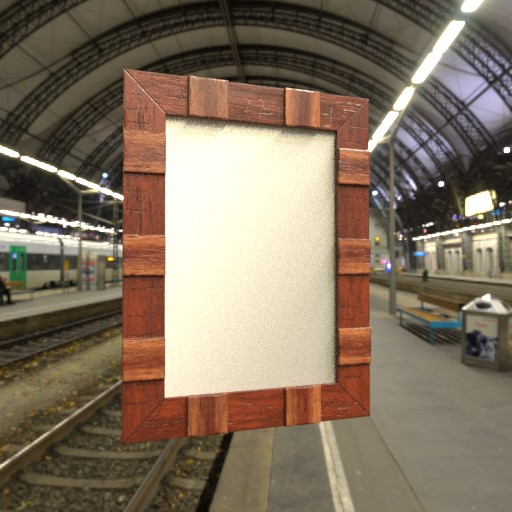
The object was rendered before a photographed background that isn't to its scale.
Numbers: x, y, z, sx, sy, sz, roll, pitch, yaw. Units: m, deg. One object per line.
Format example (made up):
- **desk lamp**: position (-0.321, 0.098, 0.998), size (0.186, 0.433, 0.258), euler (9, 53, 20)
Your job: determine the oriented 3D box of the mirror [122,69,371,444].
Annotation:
- **mirror**: position (0.000, 0.000, 1.041), size (0.600, 0.805, 0.021), euler (0, -1, -17)
